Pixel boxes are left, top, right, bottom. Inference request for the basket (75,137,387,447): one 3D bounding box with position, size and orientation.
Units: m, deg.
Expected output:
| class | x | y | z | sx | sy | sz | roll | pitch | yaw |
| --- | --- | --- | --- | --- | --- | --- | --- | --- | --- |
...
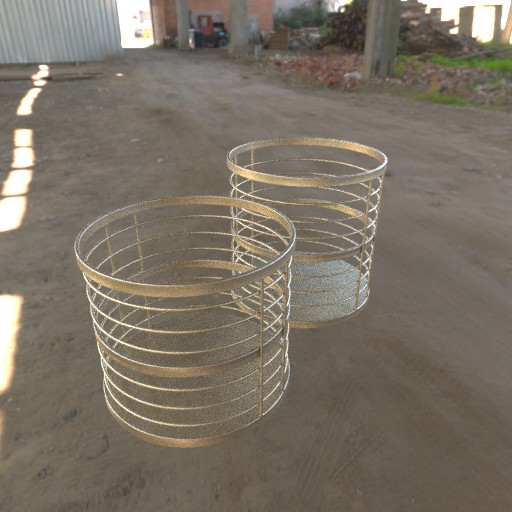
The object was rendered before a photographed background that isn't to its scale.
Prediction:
| class | x | y | z | sx | sy | sz | roll | pitch | yaw |
| --- | --- | --- | --- | --- | --- | --- | --- | --- | --- |
| basket | 0.000 | 0.000 | 0.936 | 0.356 | 0.351 | 0.746 | 18 | 32 | 31 |
